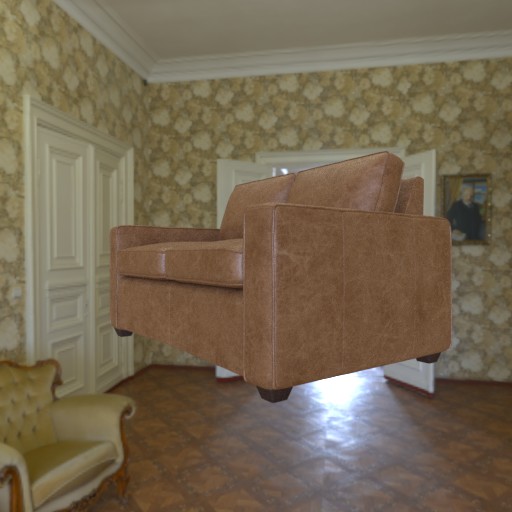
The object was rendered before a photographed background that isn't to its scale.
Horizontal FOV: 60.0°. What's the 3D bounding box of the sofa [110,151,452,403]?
[{"bbox_3d":[0.000,0.000,2.188,1.020,0.896,1.532,0,0,-36],"label":"sofa"}]
